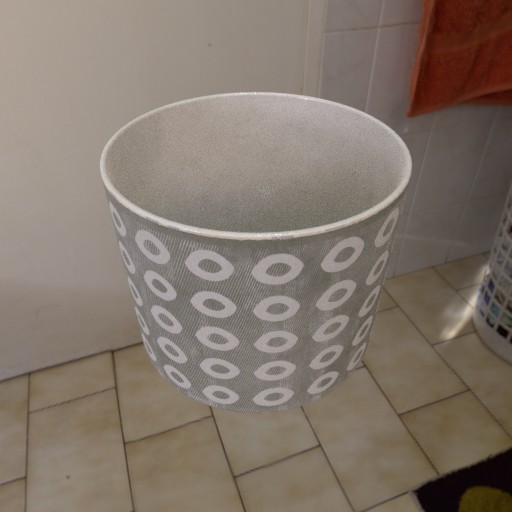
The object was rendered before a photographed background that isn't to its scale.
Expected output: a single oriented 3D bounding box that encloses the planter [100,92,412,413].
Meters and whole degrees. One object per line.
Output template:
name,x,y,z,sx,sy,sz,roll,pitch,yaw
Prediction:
planter,0.000,0.000,0.336,0.190,0.181,0.190,0,40,0
